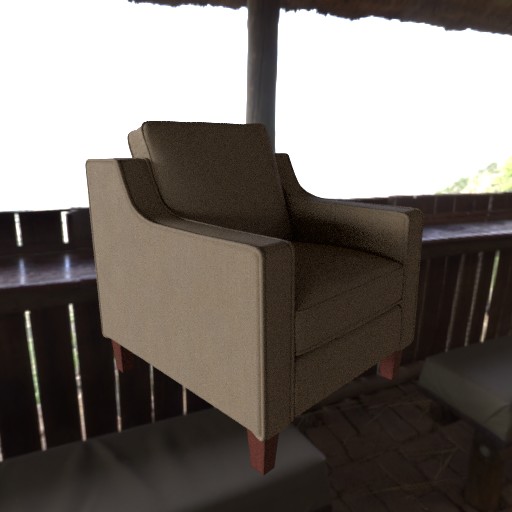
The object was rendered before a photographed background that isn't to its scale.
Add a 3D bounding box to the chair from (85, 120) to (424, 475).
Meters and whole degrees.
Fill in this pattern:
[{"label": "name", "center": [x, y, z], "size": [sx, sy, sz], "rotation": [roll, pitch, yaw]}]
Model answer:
[{"label": "chair", "center": [0.000, 0.000, 1.634], "size": [0.831, 0.960, 0.909], "rotation": [-14, 21, -43]}]
